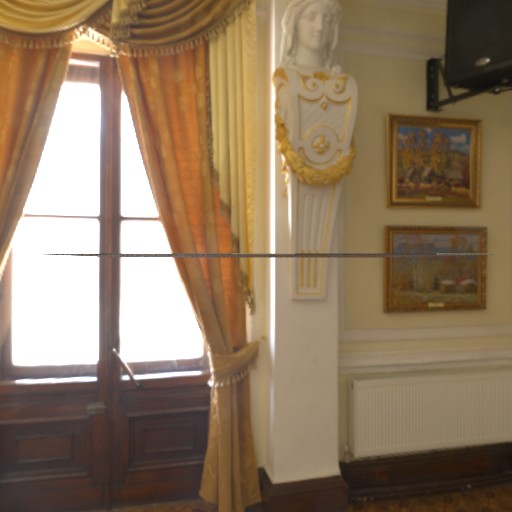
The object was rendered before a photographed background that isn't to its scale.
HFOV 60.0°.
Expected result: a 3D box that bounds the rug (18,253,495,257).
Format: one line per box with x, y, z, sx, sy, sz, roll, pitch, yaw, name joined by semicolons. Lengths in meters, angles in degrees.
0.000;0.000;2.999;2.420;0.005;1.528;0;-1;-1;rug
